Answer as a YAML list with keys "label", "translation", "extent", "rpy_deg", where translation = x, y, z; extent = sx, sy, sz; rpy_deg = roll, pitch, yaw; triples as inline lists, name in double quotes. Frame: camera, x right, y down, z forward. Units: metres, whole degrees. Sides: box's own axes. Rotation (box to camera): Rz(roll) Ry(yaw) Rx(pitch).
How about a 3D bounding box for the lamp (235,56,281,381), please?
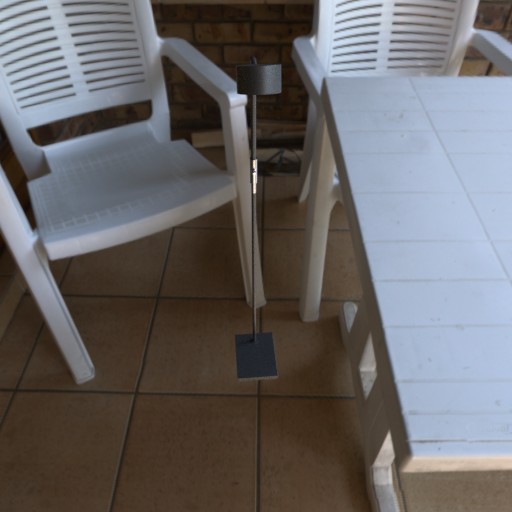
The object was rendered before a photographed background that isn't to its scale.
- label: "lamp"
  translation: [0.000, 0.000, 1.742]
  extent: [0.203, 1.600, 0.304]
  rpy_deg: [-3, 46, -3]
